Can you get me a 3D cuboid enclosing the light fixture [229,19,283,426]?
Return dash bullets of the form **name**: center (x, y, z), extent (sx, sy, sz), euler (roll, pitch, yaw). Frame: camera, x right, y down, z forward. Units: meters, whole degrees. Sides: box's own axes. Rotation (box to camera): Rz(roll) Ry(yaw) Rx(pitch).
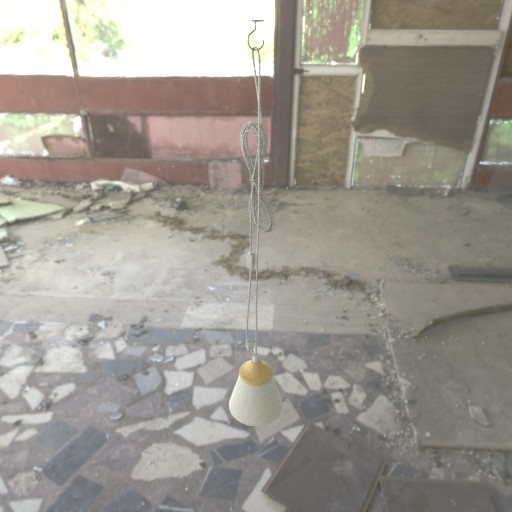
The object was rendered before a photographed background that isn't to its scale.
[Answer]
- **light fixture**: center (0.000, 0.000, 1.027), extent (0.153, 0.966, 0.153), euler (22, 36, 34)
